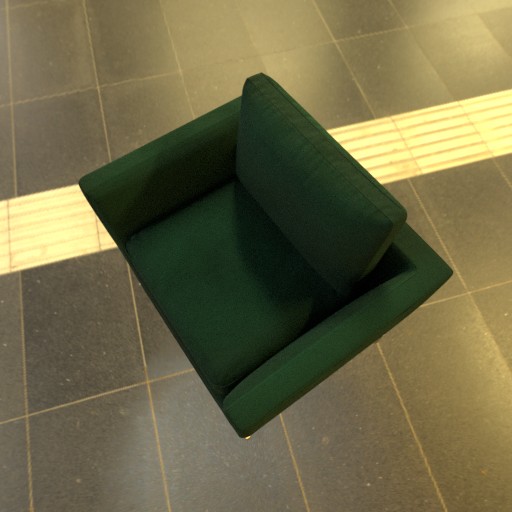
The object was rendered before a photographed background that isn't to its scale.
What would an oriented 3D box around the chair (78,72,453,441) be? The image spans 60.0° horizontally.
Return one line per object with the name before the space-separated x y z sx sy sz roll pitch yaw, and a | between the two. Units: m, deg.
chair | 0.000 0.000 1.723 0.852 0.997 1.047 -32 68 -15
